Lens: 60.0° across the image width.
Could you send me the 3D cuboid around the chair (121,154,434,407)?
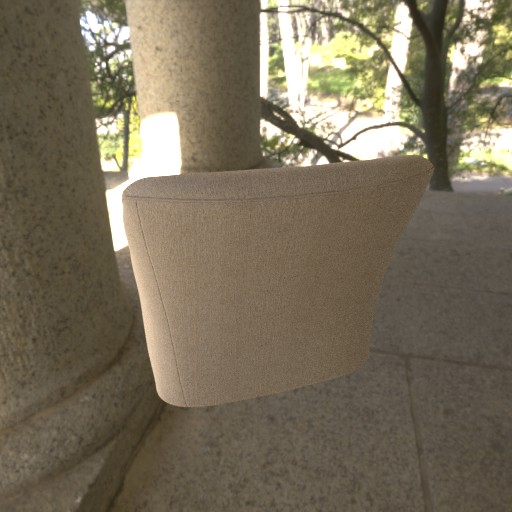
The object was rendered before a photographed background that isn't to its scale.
[{"bbox_3d":[0.000,0.000,1.578,0.864,0.856,0.923,-8,28,-15],"label":"chair"}]
